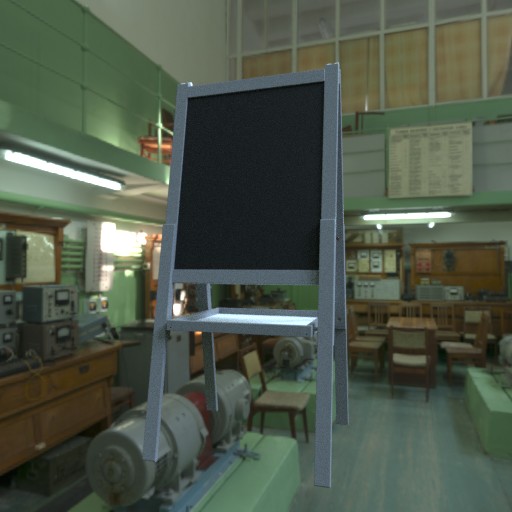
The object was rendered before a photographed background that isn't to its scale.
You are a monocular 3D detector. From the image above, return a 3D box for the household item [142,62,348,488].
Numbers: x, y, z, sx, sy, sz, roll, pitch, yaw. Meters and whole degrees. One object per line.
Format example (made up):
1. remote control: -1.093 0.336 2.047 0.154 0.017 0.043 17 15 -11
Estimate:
1. household item: 0.000 0.000 1.416 0.531 1.172 0.469 0 -1 17
